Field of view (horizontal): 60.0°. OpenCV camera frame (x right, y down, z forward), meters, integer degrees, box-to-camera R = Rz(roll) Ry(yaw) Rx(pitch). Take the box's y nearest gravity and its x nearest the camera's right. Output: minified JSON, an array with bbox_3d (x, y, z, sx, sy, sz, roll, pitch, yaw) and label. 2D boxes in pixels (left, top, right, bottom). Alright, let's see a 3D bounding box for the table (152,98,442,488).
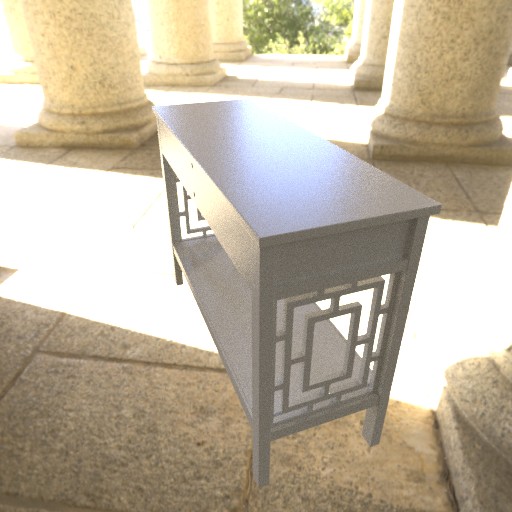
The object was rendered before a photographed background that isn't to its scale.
[{"bbox_3d":[0.000,0.000,1.433,0.397,0.753,1.068,-11,33,-18],"label":"table"}]
